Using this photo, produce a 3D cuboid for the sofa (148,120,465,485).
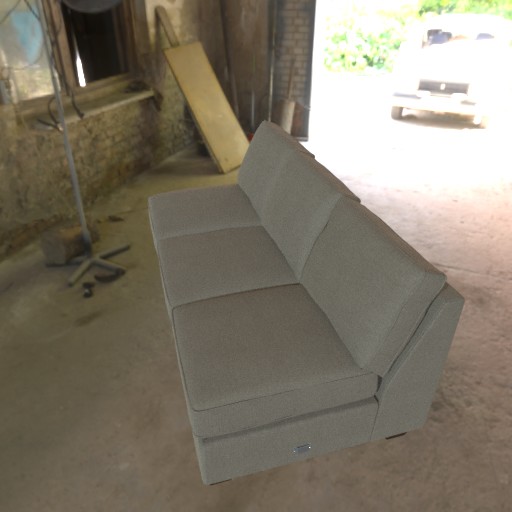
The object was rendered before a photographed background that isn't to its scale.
[{"bbox_3d":[0.000,0.000,2.620,1.127,1.036,2.092,-9,33,-14],"label":"sofa"}]
